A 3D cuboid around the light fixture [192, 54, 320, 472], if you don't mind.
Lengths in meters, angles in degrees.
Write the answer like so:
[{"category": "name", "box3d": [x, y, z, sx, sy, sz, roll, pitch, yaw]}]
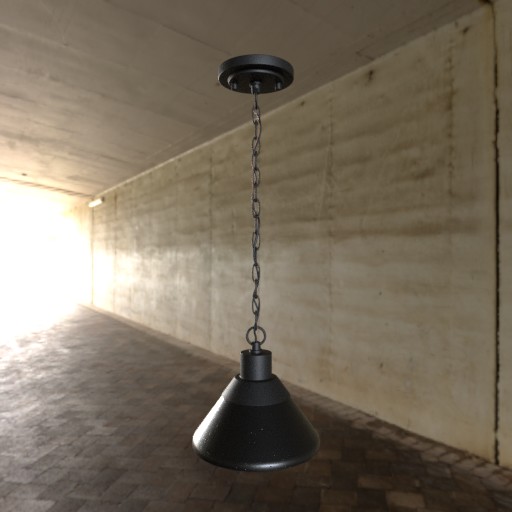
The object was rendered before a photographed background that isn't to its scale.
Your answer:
[{"category": "light fixture", "box3d": [0.000, 0.000, 0.705, 0.201, 0.588, 0.201, 0, 0, 0]}]
